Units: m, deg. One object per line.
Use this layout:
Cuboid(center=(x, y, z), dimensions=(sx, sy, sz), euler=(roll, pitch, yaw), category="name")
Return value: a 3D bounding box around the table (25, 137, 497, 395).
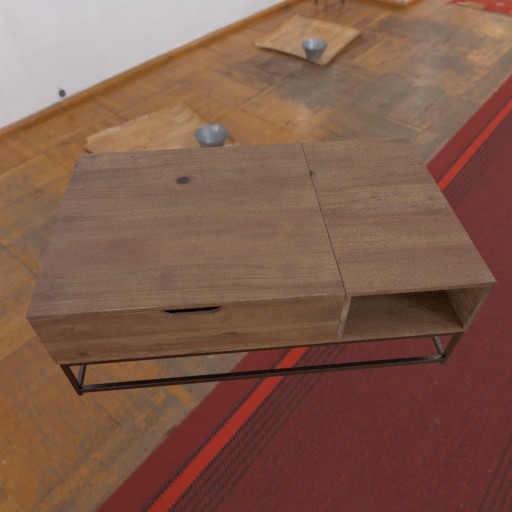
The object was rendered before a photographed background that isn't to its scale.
Cuboid(center=(0.000, 0.000, 1.395), dimensions=(1.101, 0.395, 0.655), euler=(-4, 46, -4), category="table")
